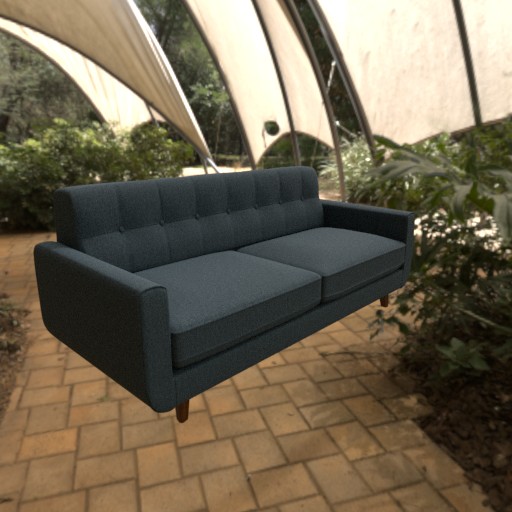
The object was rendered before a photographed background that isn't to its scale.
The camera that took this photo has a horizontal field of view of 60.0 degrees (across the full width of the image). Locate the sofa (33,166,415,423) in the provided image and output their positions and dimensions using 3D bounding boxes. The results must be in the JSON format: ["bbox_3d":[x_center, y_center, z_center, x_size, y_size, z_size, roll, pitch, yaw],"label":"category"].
[{"bbox_3d":[0.000,0.000,2.503,0.942,0.884,2.055,15,21,42],"label":"sofa"}]
